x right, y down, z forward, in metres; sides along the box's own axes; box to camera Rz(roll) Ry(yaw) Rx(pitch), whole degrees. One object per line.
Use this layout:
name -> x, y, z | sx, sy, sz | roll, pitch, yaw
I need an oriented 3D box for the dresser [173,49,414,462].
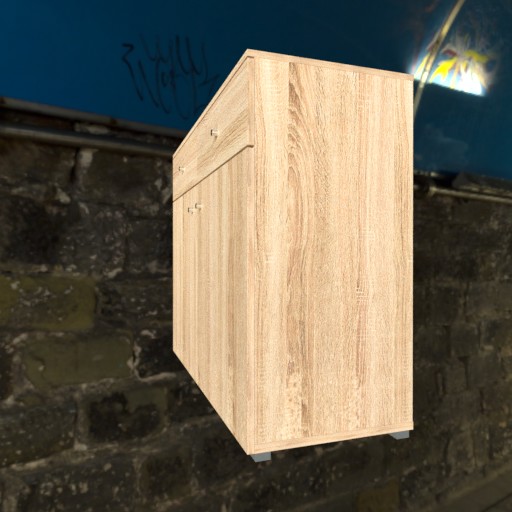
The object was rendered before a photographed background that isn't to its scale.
dresser -> 0.000, 0.000, 1.546 | 0.450, 0.900, 1.100 | 0, 0, -19
